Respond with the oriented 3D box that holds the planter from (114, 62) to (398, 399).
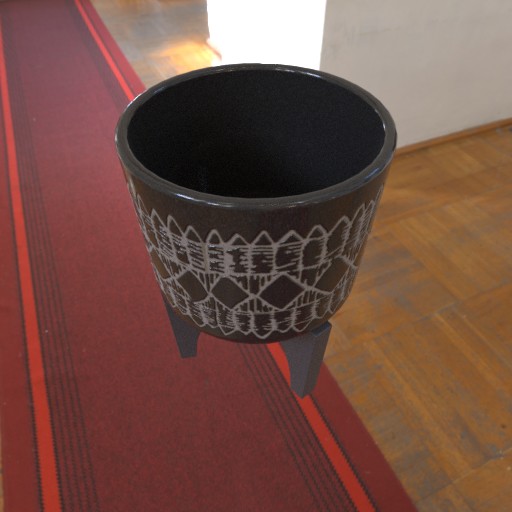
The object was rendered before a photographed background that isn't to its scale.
[{"bbox_3d":[0.000,0.000,0.525,0.251,0.355,0.251,15,47,14],"label":"planter"}]
